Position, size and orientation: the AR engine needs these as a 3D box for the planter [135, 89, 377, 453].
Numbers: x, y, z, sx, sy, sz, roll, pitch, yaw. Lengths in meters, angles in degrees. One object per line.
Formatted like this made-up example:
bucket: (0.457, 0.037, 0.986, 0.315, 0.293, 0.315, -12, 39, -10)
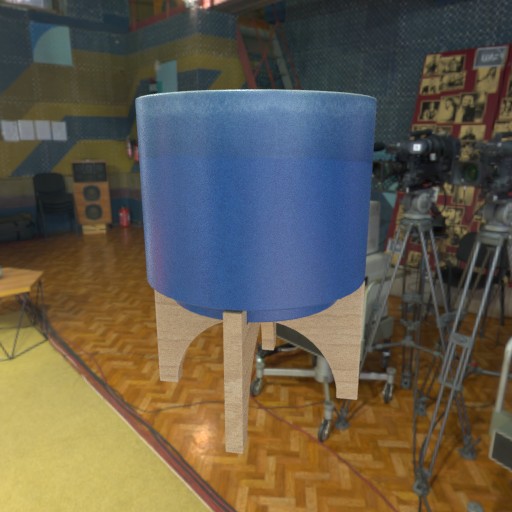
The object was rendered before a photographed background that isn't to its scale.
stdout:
planter: (0.000, 0.000, 0.398, 0.192, 0.263, 0.192, 0, 15, 0)
